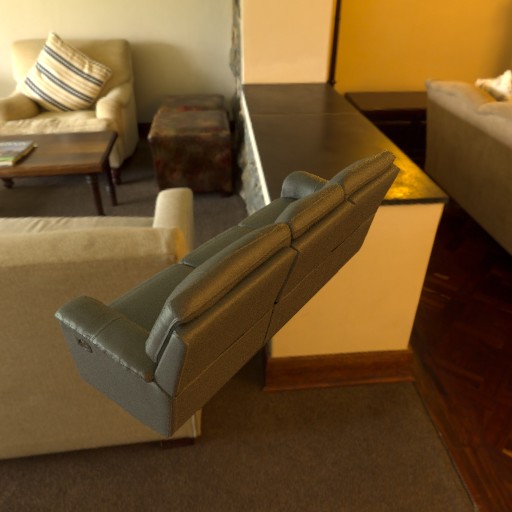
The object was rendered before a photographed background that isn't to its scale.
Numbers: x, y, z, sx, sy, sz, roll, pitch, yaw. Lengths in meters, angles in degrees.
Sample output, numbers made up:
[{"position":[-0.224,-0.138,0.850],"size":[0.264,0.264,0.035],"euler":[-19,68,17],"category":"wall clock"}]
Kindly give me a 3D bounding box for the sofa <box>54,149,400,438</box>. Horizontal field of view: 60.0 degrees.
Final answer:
[{"position":[0.000,0.000,3.202],"size":[1.104,1.134,2.627],"euler":[21,38,30],"category":"sofa"}]
